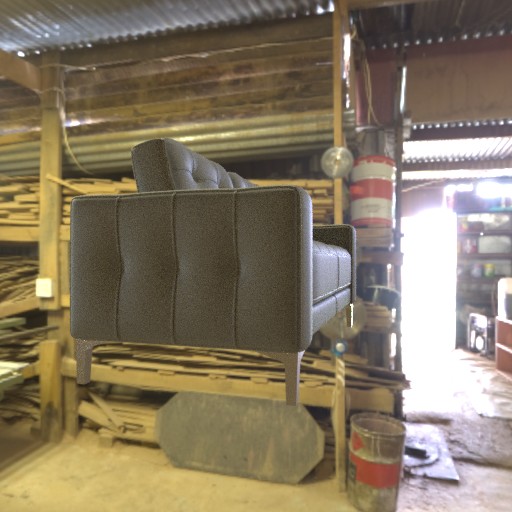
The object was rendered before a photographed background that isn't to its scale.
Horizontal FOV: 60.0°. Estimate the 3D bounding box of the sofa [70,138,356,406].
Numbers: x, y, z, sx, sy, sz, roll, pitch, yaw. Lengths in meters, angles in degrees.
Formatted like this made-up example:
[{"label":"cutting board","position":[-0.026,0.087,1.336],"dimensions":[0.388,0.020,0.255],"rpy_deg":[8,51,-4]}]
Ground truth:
[{"label":"sofa","position":[0.000,0.000,2.196],"dimensions":[0.833,0.893,1.726],"rpy_deg":[0,-1,18]}]
